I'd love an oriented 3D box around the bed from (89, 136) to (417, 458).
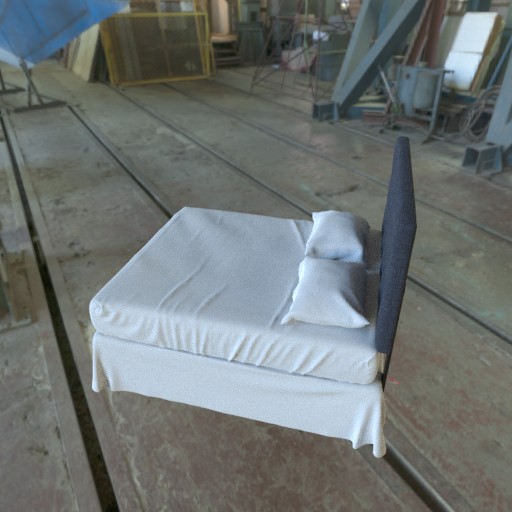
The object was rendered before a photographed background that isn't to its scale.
[{"bbox_3d":[0.000,0.000,3.429,2.222,1.577,1.936,8,31,13],"label":"bed"}]
